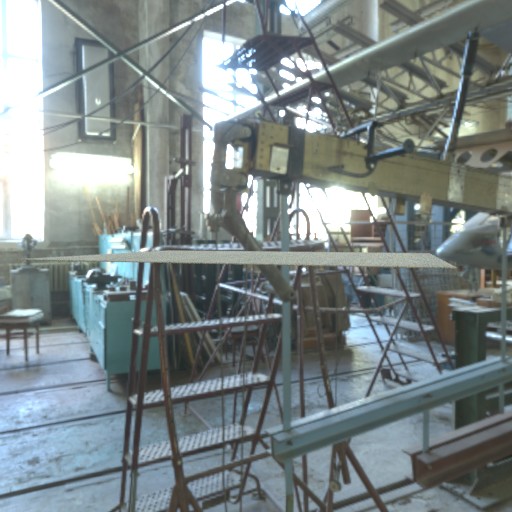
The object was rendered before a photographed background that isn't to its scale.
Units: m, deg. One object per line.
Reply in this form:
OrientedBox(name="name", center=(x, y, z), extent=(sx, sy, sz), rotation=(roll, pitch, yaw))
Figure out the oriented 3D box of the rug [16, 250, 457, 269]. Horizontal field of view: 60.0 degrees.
OrientedBox(name="rug", center=(0.000, 0.000, 4.177), extent=(3.197, 0.006, 2.438), rotation=(1, 3, 18))
